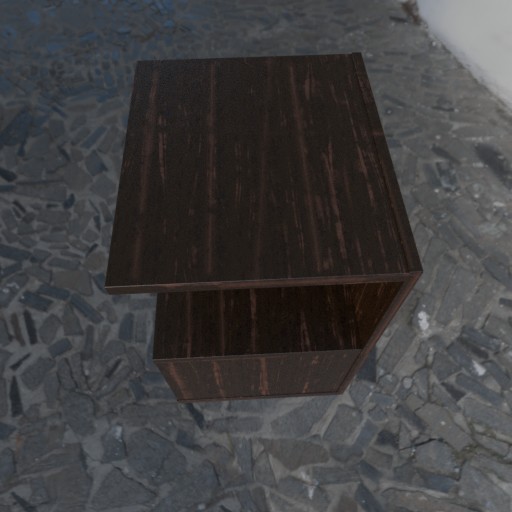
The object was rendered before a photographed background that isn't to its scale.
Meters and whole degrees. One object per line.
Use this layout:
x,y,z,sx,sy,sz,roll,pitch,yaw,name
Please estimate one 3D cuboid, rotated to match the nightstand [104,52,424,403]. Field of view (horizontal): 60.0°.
0.000,0.000,0.833,0.356,0.559,0.400,-3,59,-2,nightstand
